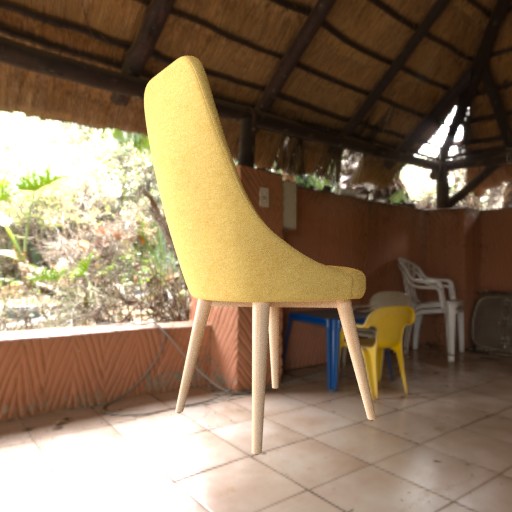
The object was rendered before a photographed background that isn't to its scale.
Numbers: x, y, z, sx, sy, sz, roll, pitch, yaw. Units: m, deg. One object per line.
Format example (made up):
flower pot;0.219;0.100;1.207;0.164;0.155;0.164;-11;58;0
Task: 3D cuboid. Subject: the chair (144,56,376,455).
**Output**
chair;0.000;0.000;1.421;0.660;1.040;0.510;1;-2;-38
